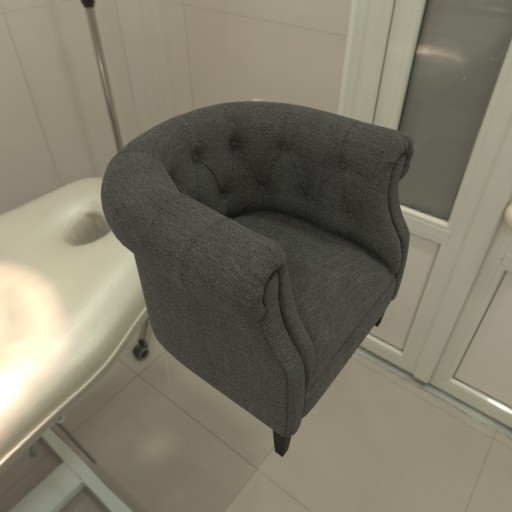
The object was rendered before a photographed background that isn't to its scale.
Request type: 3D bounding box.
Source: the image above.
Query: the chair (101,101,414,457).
[{"bbox_3d":[0.000,0.000,1.565,0.852,0.827,0.905,27,48,28],"label":"chair"}]
